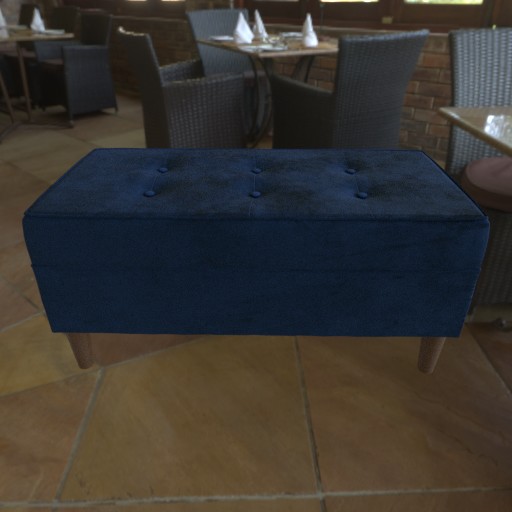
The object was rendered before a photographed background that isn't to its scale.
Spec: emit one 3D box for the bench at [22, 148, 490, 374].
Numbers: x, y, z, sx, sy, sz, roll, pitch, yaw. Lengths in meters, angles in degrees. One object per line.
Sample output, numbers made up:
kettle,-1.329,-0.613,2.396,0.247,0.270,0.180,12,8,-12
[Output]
bench,0.000,0.000,1.236,1.010,0.467,0.489,1,31,1
